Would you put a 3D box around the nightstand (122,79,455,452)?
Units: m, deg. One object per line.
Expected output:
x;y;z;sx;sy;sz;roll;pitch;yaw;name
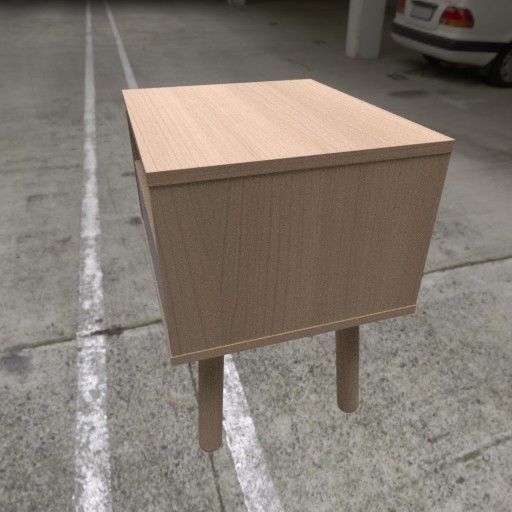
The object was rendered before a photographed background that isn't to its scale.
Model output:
0.000;0.000;0.825;0.380;0.530;0.450;-9;32;-15;nightstand
